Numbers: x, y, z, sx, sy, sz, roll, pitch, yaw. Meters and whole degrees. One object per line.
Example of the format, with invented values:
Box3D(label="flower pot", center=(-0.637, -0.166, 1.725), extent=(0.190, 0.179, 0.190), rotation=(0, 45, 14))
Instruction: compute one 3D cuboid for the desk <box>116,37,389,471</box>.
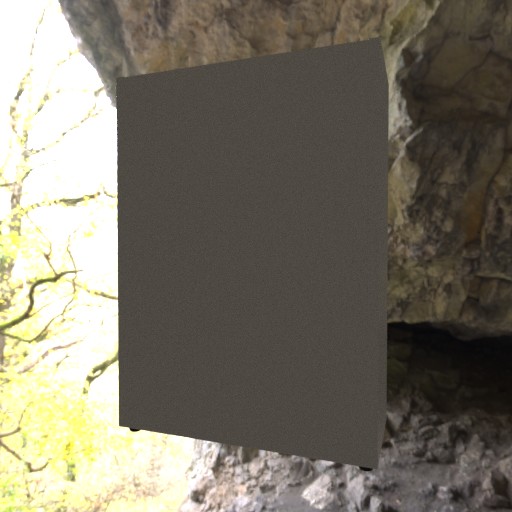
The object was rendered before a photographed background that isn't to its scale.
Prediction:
Box3D(label="desk", center=(0.000, 0.000, 1.529), extent=(0.850, 1.190, 0.390), rotation=(0, 1, 20))
